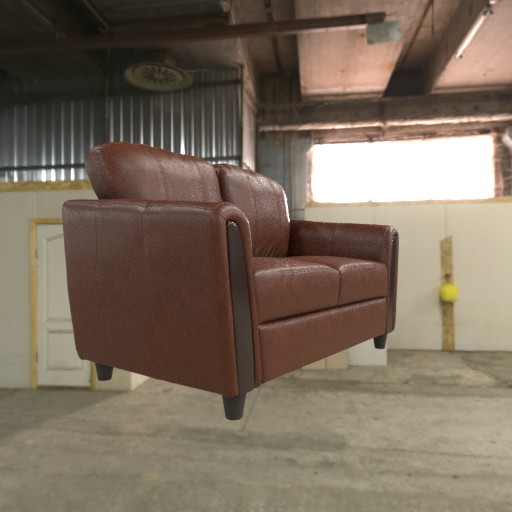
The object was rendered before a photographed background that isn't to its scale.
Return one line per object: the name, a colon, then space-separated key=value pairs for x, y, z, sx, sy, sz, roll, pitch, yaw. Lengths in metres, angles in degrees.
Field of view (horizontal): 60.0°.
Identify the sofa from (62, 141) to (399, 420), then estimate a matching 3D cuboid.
sofa: x=0.000 y=0.000 z=1.914 sx=0.805 sy=0.906 sz=1.406 roll=0 pitch=0 yaw=36
